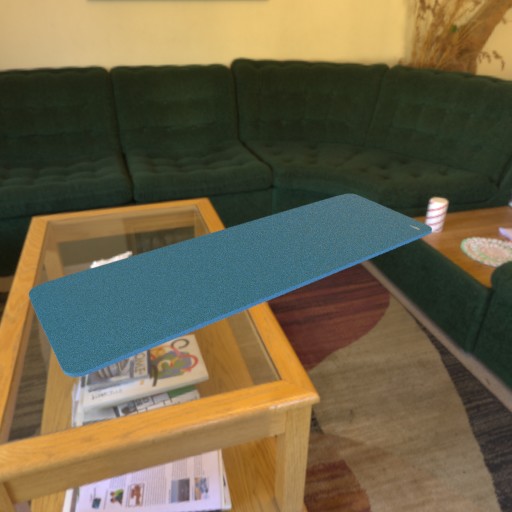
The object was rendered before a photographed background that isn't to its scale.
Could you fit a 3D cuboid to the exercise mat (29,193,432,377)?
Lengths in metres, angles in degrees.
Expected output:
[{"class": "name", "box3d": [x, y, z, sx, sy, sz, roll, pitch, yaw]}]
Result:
[{"class": "exercise mat", "box3d": [0.000, 0.000, 2.060, 1.869, 0.021, 0.616, -19, 35, -30]}]
